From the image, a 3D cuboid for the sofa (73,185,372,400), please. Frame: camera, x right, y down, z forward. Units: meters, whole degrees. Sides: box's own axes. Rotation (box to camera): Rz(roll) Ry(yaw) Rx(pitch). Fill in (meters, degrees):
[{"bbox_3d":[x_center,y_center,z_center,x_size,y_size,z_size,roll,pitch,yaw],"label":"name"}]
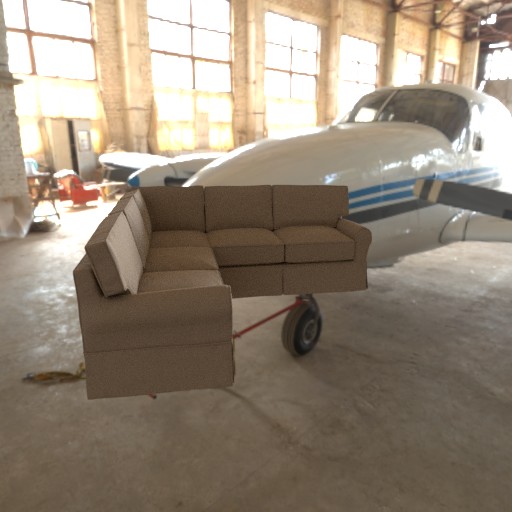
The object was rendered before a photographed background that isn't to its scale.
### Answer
[{"bbox_3d":[0.000,0.000,4.246,2.733,1.124,2.730,-3,16,-10],"label":"sofa"}]
